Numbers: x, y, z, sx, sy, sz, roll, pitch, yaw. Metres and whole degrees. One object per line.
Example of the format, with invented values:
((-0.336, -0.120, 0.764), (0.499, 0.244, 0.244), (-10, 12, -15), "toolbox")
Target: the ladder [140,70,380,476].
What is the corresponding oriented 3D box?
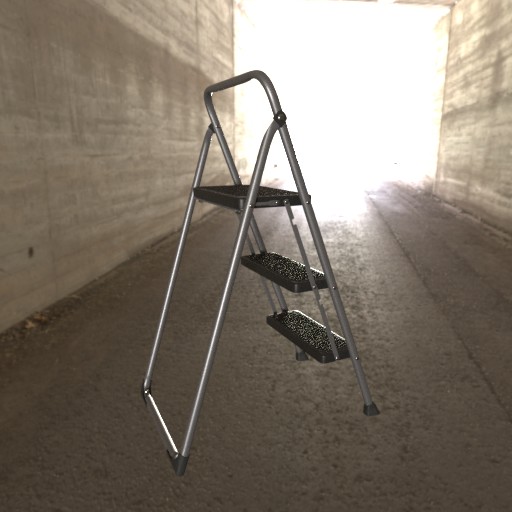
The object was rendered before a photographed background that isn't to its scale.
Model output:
((0.000, 0.000, 1.270), (0.629, 0.945, 0.430), (-6, 15, -25), "ladder")
